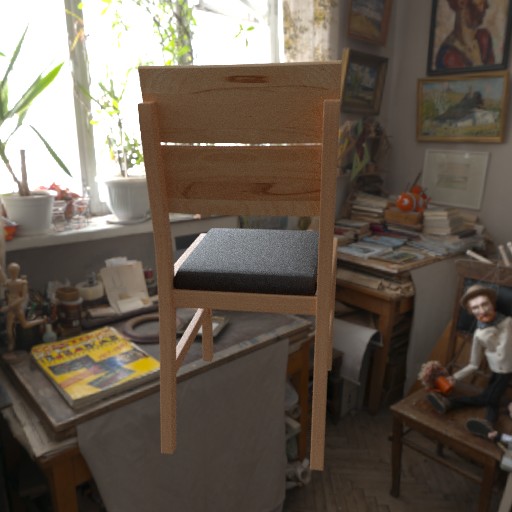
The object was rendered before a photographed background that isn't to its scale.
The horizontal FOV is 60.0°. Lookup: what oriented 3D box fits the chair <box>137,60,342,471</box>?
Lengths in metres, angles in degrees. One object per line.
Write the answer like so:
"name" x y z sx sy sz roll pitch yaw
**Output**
"chair" 0.000 0.000 1.273 0.475 0.950 0.560 2 15 8
